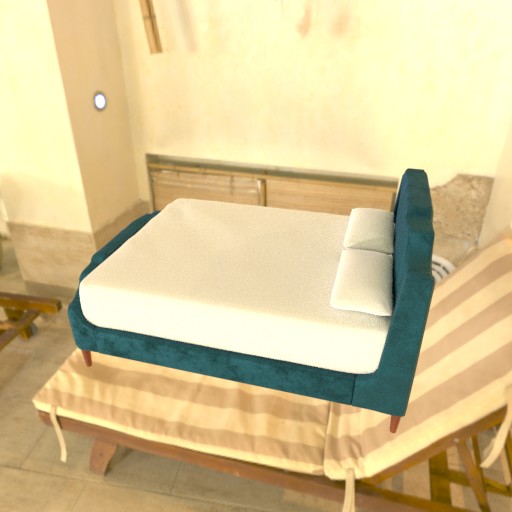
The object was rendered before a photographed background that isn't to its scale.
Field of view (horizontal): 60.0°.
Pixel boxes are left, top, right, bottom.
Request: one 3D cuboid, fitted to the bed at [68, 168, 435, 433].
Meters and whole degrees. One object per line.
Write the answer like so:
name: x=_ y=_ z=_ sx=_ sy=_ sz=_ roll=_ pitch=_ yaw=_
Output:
bed: x=0.000 y=0.000 z=3.388 sx=2.322 sy=1.338 sz=1.678 roll=8 pitch=30 yaw=14
